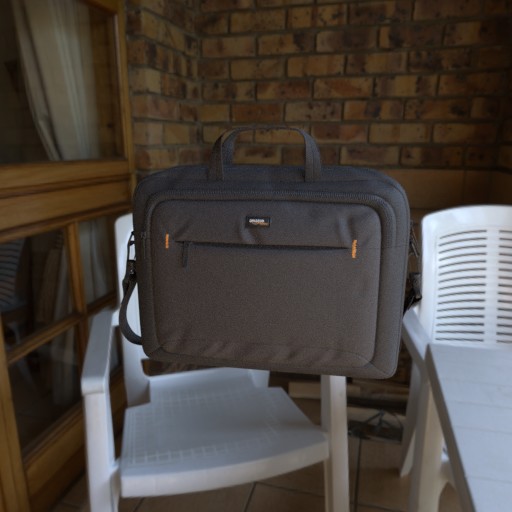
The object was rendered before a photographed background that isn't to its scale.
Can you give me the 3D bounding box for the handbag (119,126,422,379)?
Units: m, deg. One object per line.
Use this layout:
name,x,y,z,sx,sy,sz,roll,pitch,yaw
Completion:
handbag,0.000,0.000,0.437,0.320,0.244,0.089,2,15,9
